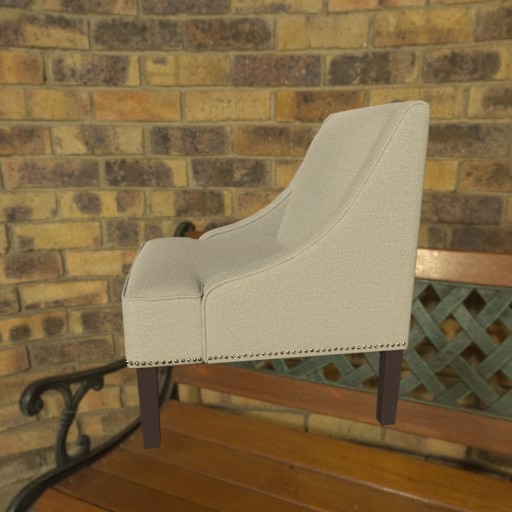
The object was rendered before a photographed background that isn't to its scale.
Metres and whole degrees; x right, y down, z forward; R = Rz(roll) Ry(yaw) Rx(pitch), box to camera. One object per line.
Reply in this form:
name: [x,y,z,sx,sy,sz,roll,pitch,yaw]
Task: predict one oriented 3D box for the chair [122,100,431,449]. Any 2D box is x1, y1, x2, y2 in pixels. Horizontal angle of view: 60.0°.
chair: [0.000,0.000,1.351,0.737,0.864,0.610,-2,15,-8]
